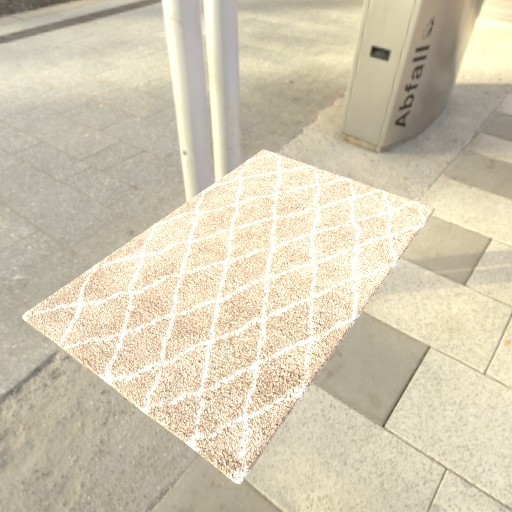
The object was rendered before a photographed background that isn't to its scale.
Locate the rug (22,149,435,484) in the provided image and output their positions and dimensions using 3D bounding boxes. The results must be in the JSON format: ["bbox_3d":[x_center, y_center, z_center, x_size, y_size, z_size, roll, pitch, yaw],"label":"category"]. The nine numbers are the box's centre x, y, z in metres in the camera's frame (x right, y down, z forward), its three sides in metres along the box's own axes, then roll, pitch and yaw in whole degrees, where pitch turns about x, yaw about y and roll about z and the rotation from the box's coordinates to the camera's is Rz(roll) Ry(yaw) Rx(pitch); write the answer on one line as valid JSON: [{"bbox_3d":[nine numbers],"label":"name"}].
[{"bbox_3d":[0.000,0.000,3.314,1.778,0.030,2.743,26,48,26],"label":"rug"}]
